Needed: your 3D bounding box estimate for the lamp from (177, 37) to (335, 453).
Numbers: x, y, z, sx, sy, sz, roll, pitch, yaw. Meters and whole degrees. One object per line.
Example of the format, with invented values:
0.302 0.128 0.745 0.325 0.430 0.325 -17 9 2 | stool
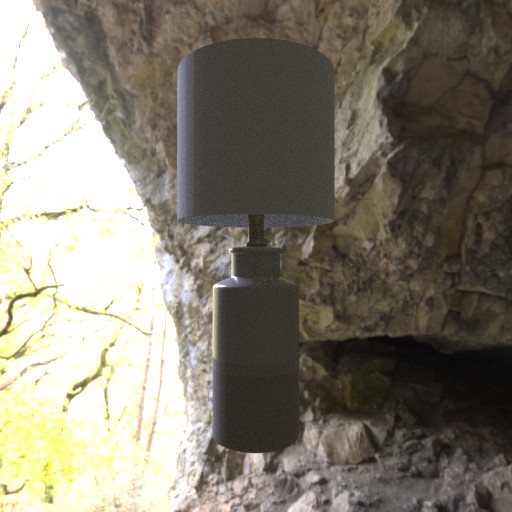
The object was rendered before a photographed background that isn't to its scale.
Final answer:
0.000 0.000 0.605 0.212 0.493 0.212 0 0 18 | lamp
